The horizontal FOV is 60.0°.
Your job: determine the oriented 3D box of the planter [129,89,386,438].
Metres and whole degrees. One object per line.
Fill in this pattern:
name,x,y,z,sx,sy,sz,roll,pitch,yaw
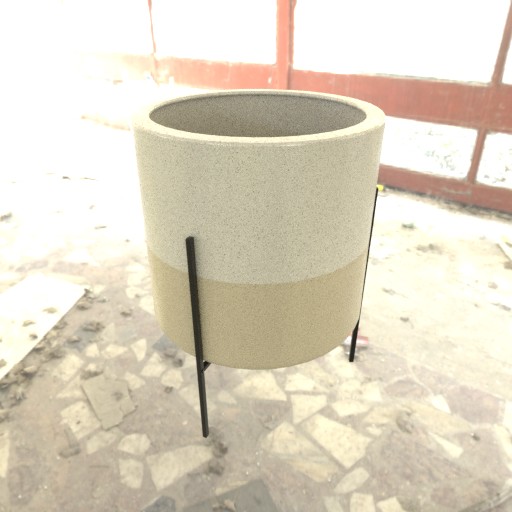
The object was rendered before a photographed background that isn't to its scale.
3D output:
planter,0.000,0.000,0.752,0.359,0.484,0.368,-18,34,-29
